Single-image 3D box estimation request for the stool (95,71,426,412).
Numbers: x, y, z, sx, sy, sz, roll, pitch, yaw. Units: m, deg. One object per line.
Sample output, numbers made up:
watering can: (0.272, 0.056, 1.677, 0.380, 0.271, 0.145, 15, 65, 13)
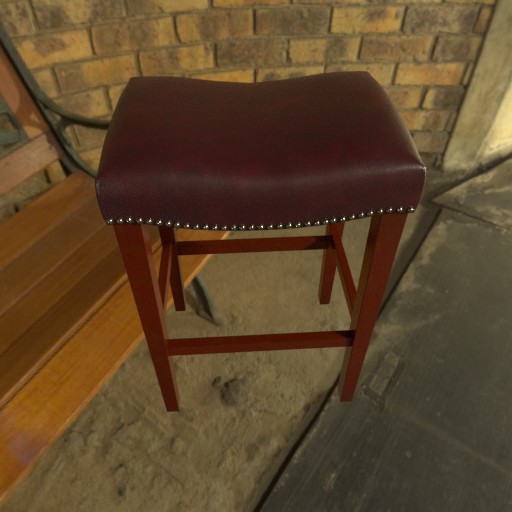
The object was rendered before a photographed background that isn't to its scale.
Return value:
stool: (0.000, 0.000, 1.016, 0.504, 0.742, 0.372, -2, 45, -2)
